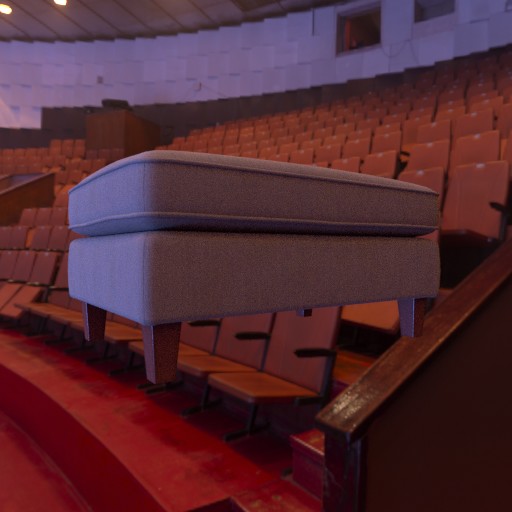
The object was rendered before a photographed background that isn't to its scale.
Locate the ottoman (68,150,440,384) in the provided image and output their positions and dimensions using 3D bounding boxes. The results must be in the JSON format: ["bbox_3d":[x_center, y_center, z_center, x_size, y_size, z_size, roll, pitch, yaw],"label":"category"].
[{"bbox_3d":[0.000,0.000,1.301,0.941,0.480,0.636,0,1,-35],"label":"ottoman"}]
